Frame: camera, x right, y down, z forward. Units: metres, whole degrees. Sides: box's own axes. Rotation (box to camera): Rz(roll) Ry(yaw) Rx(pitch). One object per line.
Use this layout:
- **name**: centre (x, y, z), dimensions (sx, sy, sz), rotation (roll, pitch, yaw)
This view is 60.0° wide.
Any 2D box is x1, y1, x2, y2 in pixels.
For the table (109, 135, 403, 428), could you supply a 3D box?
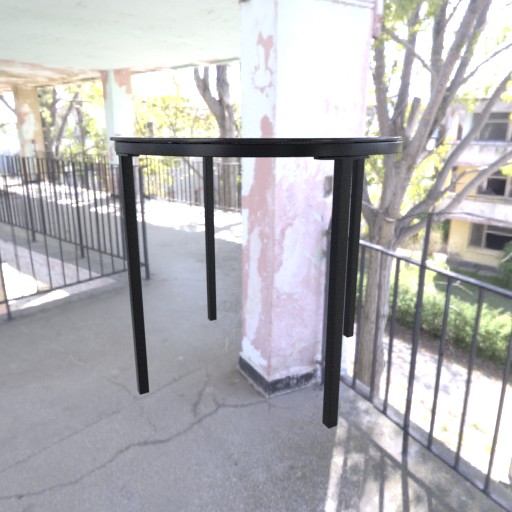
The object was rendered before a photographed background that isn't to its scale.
- **table**: centre (0.000, 0.000, 0.850), dimensions (0.499, 0.443, 0.499), rotation (0, 16, 0)
